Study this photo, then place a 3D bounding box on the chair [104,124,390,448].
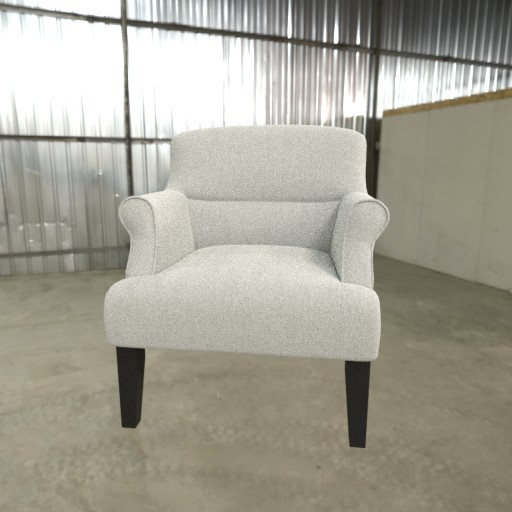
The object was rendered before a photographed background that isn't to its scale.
[{"bbox_3d":[0.000,0.000,1.454,0.781,0.875,0.750,2,12,8],"label":"chair"}]
